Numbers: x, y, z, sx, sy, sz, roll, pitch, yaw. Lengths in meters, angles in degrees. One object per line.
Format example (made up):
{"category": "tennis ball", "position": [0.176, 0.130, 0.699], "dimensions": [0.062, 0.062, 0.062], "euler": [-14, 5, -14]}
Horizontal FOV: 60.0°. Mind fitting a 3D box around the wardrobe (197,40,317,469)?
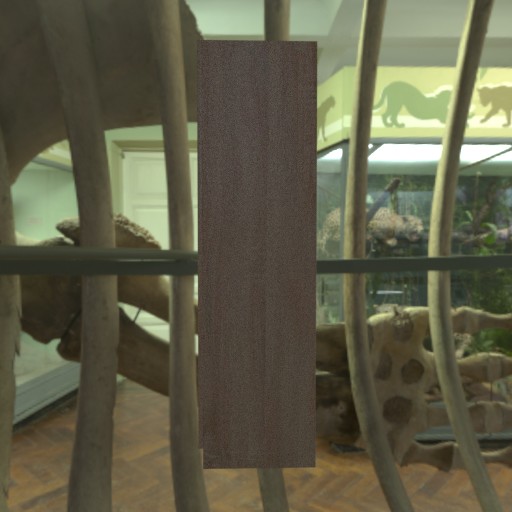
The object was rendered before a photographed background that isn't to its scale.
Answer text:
{"category": "wardrobe", "position": [0.000, 0.000, 2.438], "dimensions": [0.588, 2.117, 0.496], "euler": [0, 2, -2]}
